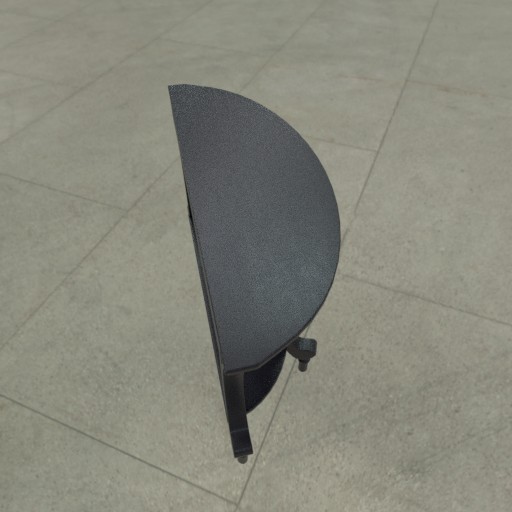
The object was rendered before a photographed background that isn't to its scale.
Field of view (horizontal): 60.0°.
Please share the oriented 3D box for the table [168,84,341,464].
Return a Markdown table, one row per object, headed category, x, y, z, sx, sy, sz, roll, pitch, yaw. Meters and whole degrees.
| category | x | y | z | sx | sy | sz | roll | pitch | yaw |
| --- | --- | --- | --- | --- | --- | --- | --- | --- | --- |
| table | 0.000 | 0.000 | 1.515 | 0.394 | 0.692 | 1.198 | -9 | 47 | -9 |
